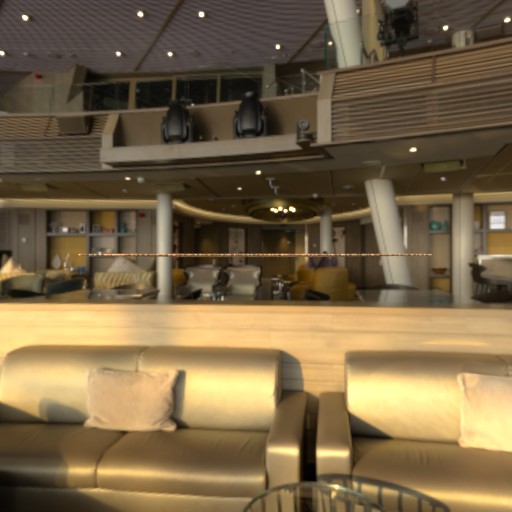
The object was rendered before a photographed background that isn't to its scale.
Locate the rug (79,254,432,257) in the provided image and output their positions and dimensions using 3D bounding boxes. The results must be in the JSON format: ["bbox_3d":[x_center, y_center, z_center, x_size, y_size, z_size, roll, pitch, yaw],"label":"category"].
[{"bbox_3d":[0.000,0.000,3.049,1.521,0.006,2.435,0,0,1],"label":"rug"}]
